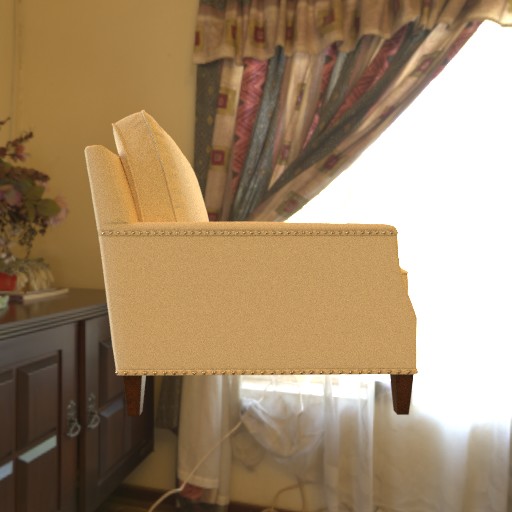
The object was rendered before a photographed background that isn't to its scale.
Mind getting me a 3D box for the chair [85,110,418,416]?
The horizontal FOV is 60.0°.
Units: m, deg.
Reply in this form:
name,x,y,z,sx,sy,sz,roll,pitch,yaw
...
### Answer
name,x,y,z,sx,sy,sz,roll,pitch,yaw
chair,0.000,0.000,1.724,1.014,0.943,0.853,0,1,-1
